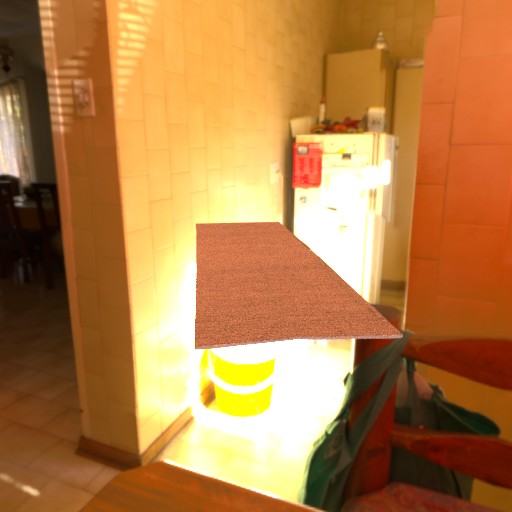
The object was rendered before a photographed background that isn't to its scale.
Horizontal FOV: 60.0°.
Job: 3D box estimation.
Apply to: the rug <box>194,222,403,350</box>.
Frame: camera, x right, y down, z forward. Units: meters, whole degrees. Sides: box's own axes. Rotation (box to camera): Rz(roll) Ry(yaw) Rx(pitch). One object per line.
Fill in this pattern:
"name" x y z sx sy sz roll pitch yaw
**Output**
"rug" 0.000 0.000 2.533 0.692 0.032 2.320 -2 14 -7
